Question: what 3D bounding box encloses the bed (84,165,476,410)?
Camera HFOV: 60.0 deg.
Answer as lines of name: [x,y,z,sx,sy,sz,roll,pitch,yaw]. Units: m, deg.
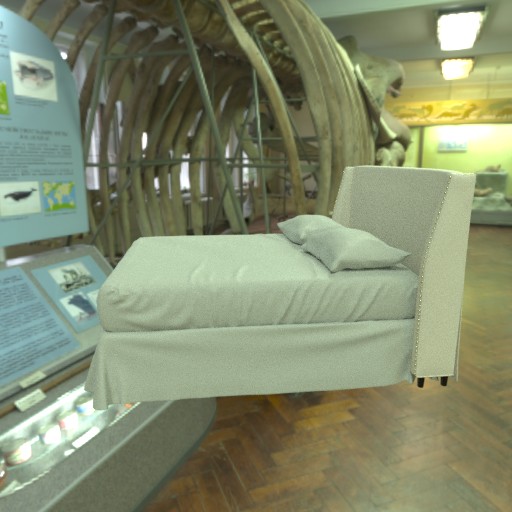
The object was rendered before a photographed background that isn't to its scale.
bed: [0.000,0.000,3.386,2.276,1.332,1.925,-2,13,-7]
